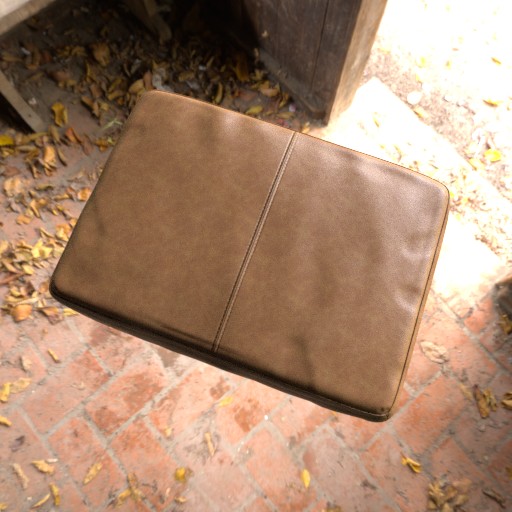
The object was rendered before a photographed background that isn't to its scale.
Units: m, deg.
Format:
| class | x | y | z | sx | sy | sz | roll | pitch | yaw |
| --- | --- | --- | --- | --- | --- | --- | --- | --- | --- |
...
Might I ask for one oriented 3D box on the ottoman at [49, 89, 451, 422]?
| class | x | y | z | sx | sy | sz | roll | pitch | yaw |
| --- | --- | --- | --- | --- | --- | --- | --- | --- | --- |
| ottoman | 0.000 | 0.000 | 1.223 | 0.869 | 0.461 | 0.630 | 19 | 76 | 5 |
